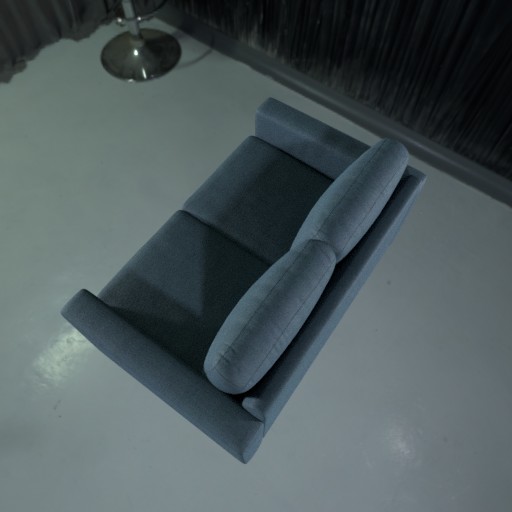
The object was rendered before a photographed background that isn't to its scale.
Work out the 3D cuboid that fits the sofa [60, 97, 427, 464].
[{"bbox_3d":[0.000,0.000,2.089,0.955,0.903,1.489,32,66,16],"label":"sofa"}]
